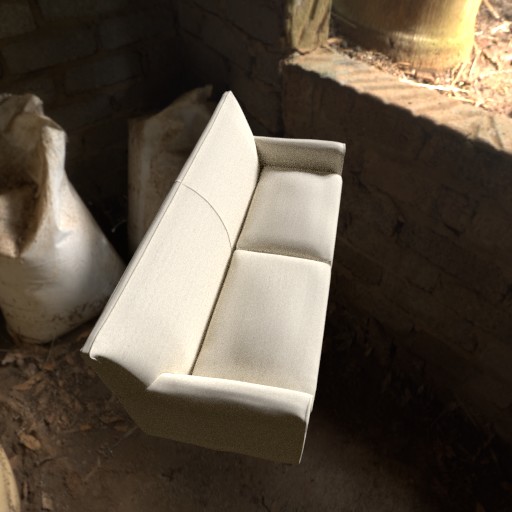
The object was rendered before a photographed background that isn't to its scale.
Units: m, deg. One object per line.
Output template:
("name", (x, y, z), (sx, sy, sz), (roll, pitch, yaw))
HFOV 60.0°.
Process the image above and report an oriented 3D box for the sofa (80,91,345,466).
("sofa", (0.000, 0.000, 2.462), (0.841, 0.907, 2.001), (9, 47, 8))
